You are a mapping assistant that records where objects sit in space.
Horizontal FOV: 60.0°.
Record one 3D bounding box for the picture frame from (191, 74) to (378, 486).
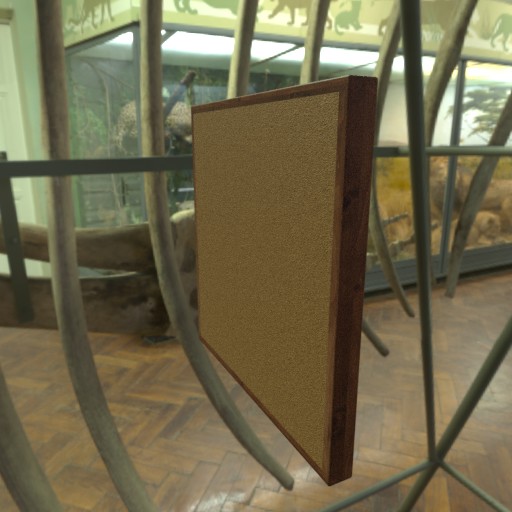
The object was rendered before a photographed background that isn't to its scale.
[{"bbox_3d":[0.000,0.000,0.522,0.028,0.356,0.352,-7,16,-26],"label":"picture frame"}]
